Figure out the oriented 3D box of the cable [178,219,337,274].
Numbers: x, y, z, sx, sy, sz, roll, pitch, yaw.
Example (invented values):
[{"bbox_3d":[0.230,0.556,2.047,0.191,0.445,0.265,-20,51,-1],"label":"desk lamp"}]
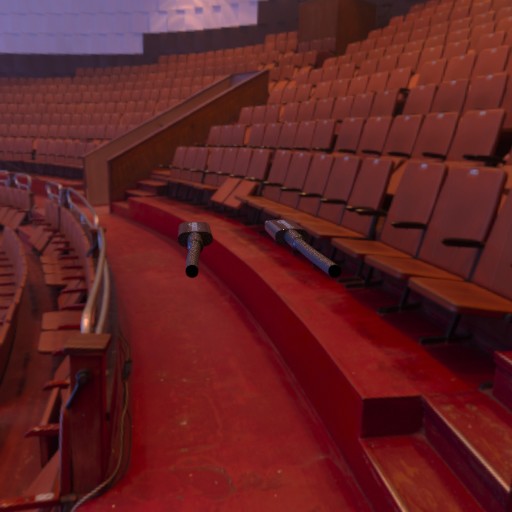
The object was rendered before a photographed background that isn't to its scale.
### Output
[{"bbox_3d":[0.000,0.000,0.114,0.041,0.005,0.098,-2,14,-8],"label":"cable"}]
